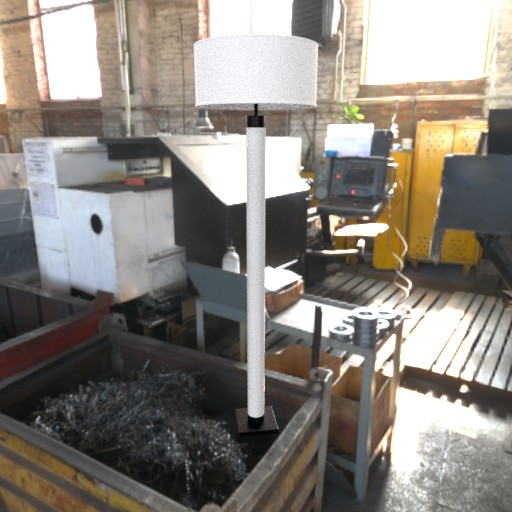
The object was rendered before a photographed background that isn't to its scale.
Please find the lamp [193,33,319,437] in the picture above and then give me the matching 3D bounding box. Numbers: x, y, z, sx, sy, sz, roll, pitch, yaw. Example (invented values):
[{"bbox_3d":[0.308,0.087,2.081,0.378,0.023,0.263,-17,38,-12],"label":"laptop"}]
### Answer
[{"bbox_3d":[0.000,0.000,1.684,0.420,1.475,0.420,-2,16,-8],"label":"lamp"}]
